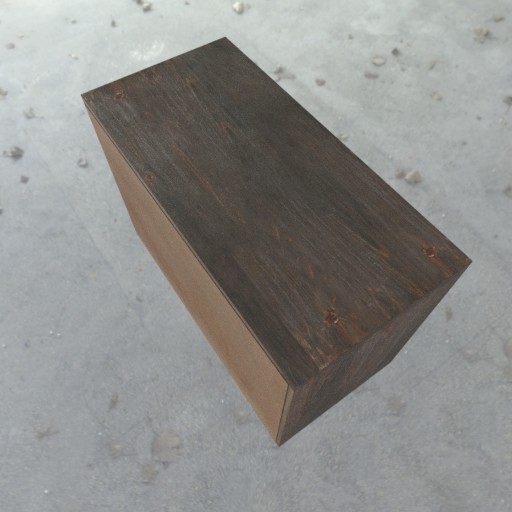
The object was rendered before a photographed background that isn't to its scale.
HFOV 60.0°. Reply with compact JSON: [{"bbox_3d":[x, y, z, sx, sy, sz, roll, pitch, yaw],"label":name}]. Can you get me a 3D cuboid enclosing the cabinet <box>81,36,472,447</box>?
[{"bbox_3d":[0.000,0.000,1.517,0.529,0.897,1.023,-30,63,-17],"label":"cabinet"}]
